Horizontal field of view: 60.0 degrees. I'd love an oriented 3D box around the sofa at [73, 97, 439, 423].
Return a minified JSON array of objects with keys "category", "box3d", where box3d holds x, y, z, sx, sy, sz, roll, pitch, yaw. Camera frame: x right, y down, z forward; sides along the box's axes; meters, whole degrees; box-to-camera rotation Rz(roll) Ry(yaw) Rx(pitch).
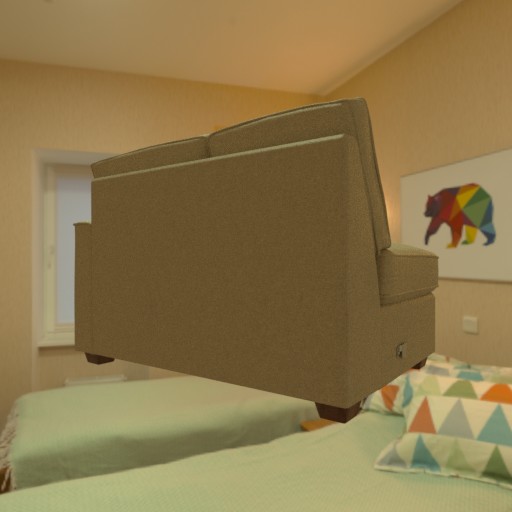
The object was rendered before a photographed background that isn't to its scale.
[{"category":"sofa","box3d":[0.000,0.000,2.018,1.388,0.989,0.991,0,0,36]}]
